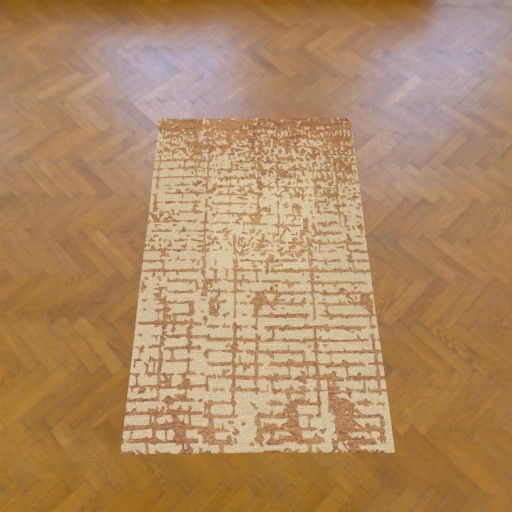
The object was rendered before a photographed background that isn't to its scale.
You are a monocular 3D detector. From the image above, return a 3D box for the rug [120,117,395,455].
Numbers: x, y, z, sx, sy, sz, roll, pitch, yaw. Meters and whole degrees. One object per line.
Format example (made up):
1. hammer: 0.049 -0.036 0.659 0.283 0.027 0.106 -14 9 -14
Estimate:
1. rug: 0.000 0.000 2.981 1.517 0.011 2.435 0 64 0
